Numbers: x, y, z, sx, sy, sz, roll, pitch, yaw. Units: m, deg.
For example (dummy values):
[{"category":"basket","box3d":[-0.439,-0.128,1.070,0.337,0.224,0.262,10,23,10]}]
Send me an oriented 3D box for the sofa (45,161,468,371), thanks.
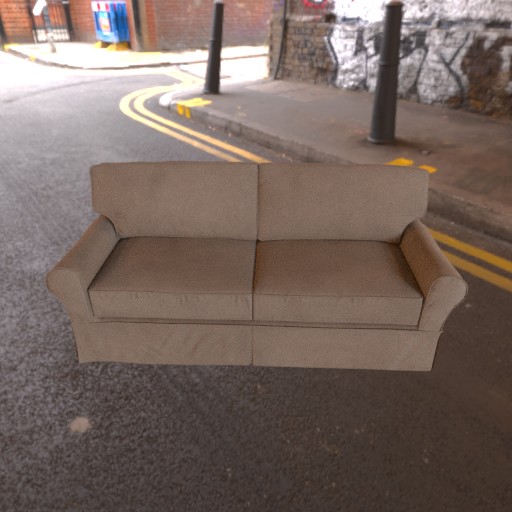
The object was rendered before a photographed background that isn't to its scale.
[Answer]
[{"category":"sofa","box3d":[0.000,0.000,2.726,2.246,1.014,0.900,1,30,2]}]
